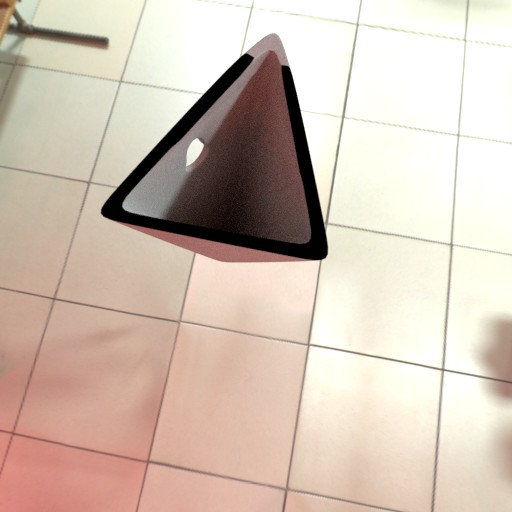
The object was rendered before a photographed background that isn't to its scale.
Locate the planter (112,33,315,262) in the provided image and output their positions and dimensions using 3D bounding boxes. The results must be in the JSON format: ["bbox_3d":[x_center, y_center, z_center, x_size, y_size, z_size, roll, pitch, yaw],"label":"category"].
[{"bbox_3d":[0.000,0.000,0.155,0.047,0.130,0.058,42,79,10],"label":"planter"}]
